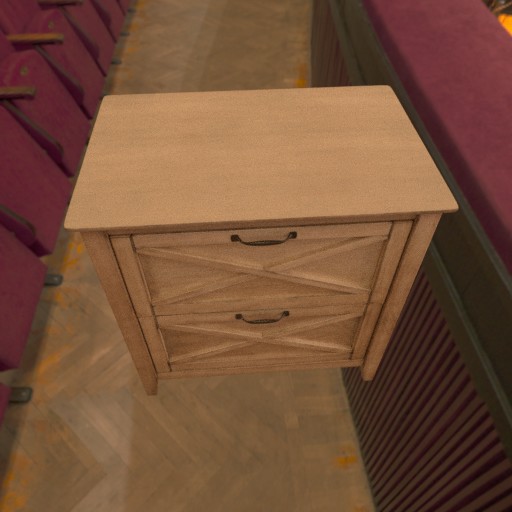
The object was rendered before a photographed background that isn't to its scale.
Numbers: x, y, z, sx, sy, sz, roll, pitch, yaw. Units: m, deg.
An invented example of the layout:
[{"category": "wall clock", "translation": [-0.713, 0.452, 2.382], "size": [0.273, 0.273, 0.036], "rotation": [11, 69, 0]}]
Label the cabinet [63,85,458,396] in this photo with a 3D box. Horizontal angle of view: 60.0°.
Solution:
[{"category": "cabinet", "translation": [0.000, 0.000, 1.292], "size": [0.763, 0.762, 0.503], "rotation": [-3, 48, -3]}]
